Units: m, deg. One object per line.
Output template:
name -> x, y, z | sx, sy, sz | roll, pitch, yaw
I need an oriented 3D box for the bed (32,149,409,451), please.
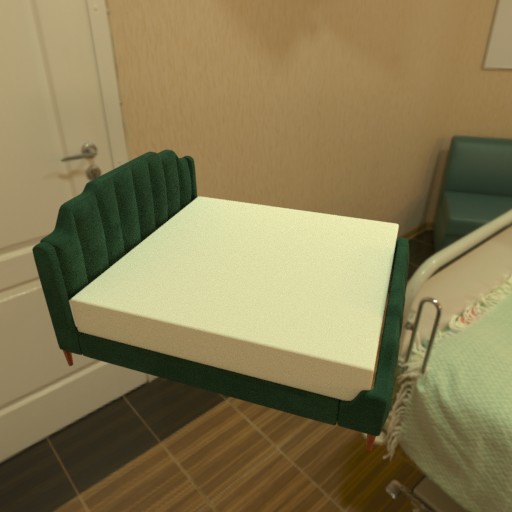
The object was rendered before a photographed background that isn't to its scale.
bed -> 0.000, 0.000, 3.538 | 2.340, 1.245, 2.074 | 10, 31, 17
